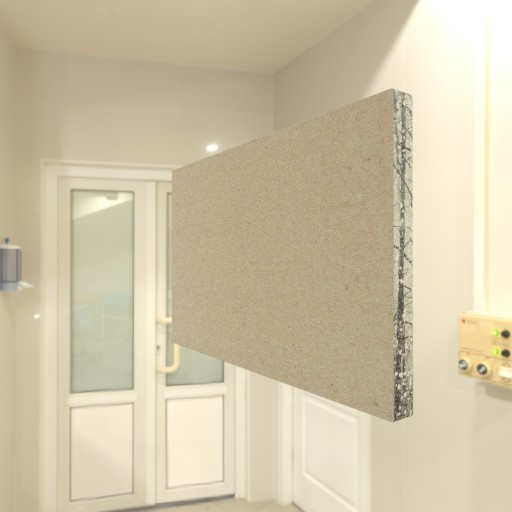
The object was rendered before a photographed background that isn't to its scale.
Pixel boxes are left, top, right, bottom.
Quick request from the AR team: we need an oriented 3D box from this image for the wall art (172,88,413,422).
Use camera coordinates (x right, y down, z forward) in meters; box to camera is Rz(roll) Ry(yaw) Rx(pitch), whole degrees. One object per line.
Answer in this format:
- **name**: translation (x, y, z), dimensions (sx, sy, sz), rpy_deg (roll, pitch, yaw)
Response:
- **wall art**: translation (0.000, 0.000, 0.789), dimensions (0.042, 0.398, 0.618), rpy_deg (0, 0, -35)
